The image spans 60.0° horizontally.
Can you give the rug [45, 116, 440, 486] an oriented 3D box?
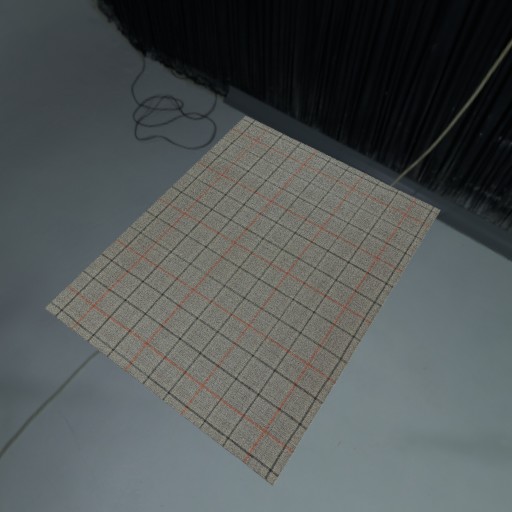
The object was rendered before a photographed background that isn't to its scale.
[{"bbox_3d":[0.000,0.000,4.215,2.444,0.012,3.048,31,63,18],"label":"rug"}]
